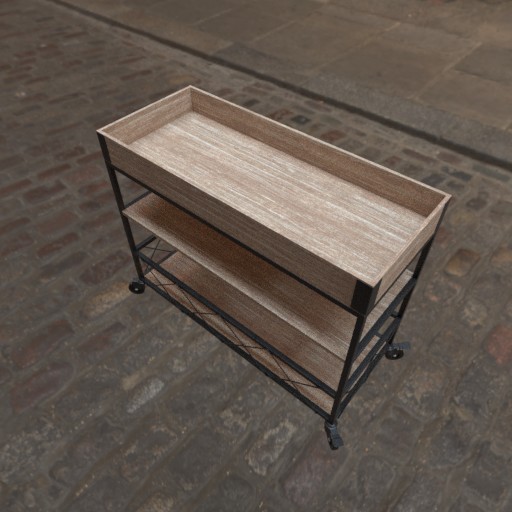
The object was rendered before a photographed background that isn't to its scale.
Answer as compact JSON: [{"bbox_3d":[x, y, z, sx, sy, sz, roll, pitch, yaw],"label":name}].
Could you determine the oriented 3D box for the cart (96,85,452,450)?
[{"bbox_3d":[0.000,0.000,1.531,1.101,0.787,0.500,31,54,26],"label":"cart"}]
